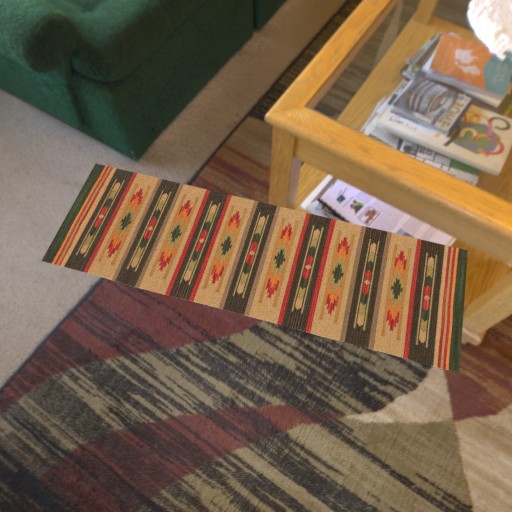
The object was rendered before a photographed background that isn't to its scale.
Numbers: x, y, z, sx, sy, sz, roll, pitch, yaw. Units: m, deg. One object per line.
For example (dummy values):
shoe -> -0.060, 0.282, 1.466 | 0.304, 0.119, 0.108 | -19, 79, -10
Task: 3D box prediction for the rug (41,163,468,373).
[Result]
rug -> 0.000, 0.000, 2.652 | 2.440, 0.009, 0.760 | 14, 64, 7
